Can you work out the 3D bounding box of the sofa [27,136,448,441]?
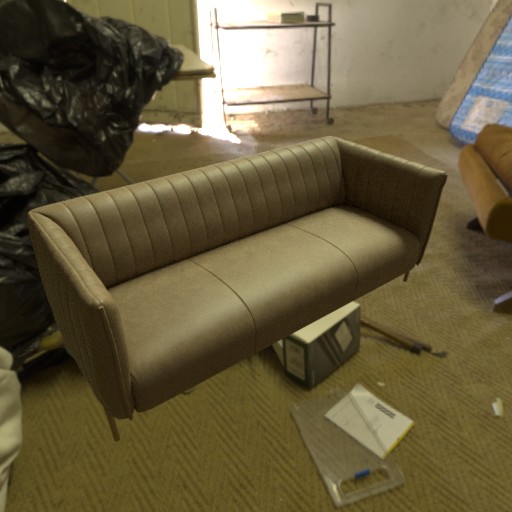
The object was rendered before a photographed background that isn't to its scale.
[{"bbox_3d":[0.000,0.000,2.340,1.980,0.779,0.876,-22,38,-31],"label":"sofa"}]
